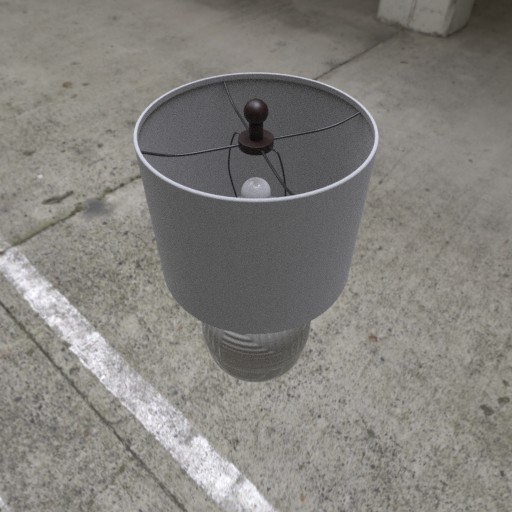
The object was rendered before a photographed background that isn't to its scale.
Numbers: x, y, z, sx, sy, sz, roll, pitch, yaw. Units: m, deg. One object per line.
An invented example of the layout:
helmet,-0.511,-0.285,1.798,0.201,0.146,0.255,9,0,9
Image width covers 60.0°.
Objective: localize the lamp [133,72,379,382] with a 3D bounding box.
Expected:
lamp,0.000,0.000,0.763,0.318,0.567,0.318,0,46,0
